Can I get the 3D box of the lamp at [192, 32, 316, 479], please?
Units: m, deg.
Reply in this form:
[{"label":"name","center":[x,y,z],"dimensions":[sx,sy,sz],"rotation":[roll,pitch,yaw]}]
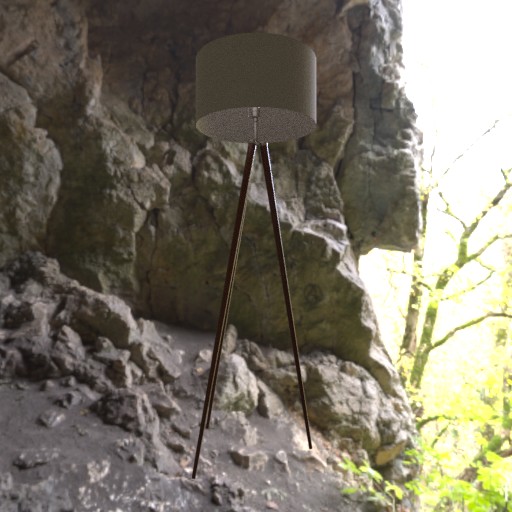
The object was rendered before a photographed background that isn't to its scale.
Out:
[{"label":"lamp","center":[0.000,0.000,1.778],"dimensions":[0.483,1.553,0.483],"rotation":[0,-1,-1]}]
